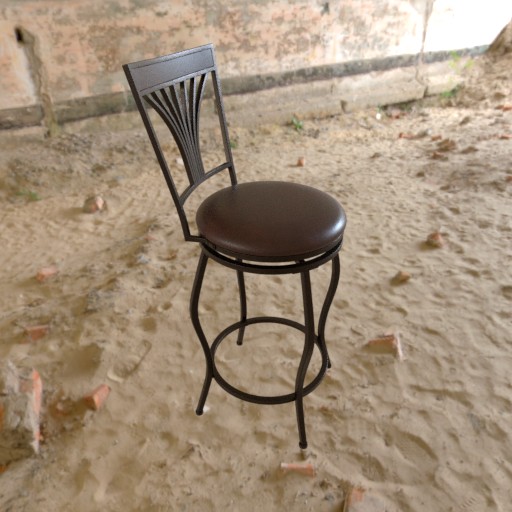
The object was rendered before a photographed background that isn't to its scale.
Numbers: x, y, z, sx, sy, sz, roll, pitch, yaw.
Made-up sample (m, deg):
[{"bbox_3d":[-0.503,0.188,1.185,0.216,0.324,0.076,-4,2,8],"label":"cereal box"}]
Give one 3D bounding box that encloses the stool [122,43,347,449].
[{"bbox_3d":[0.000,0.000,1.348,0.514,1.117,0.433,11,33,17],"label":"stool"}]
